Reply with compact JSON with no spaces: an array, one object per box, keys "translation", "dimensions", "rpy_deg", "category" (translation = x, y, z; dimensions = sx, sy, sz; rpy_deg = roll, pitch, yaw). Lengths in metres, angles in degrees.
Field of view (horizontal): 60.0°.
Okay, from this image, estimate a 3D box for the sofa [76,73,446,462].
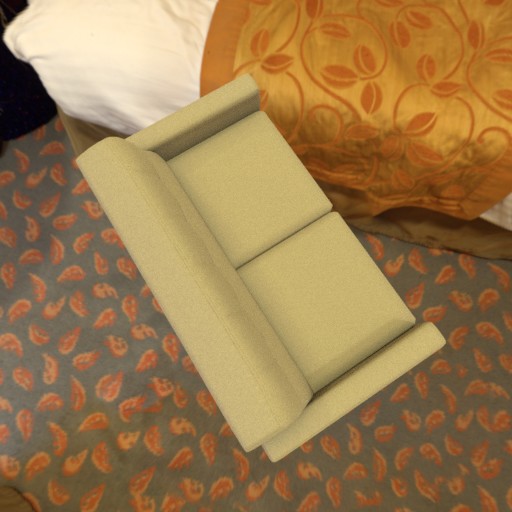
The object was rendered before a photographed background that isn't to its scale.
[{"translation":[0.000,0.000,2.209],"dimensions":[0.980,0.892,1.655],"rpy_deg":[-32,77,-8],"category":"sofa"}]
